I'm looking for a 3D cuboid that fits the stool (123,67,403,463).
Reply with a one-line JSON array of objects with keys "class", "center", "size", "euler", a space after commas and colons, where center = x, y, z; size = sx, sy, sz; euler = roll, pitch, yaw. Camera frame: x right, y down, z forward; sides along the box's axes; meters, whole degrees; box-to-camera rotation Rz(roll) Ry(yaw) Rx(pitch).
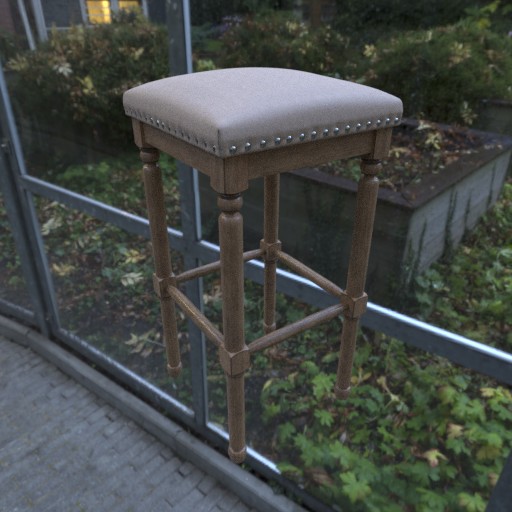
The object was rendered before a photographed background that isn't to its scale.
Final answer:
[{"class": "stool", "center": [0.000, 0.000, 0.983], "size": [0.383, 0.768, 0.382], "euler": [-18, 33, -30]}]
